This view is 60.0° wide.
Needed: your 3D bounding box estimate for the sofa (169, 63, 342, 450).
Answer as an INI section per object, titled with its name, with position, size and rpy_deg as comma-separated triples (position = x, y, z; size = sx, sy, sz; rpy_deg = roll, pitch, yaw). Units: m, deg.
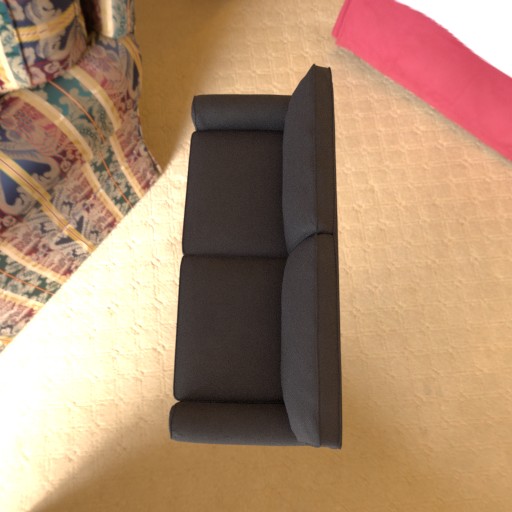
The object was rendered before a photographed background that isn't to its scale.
[sofa]
position = 0.000, 0.000, 2.855
size = 0.983, 1.094, 2.256
rpy_deg = 1, 75, 0
